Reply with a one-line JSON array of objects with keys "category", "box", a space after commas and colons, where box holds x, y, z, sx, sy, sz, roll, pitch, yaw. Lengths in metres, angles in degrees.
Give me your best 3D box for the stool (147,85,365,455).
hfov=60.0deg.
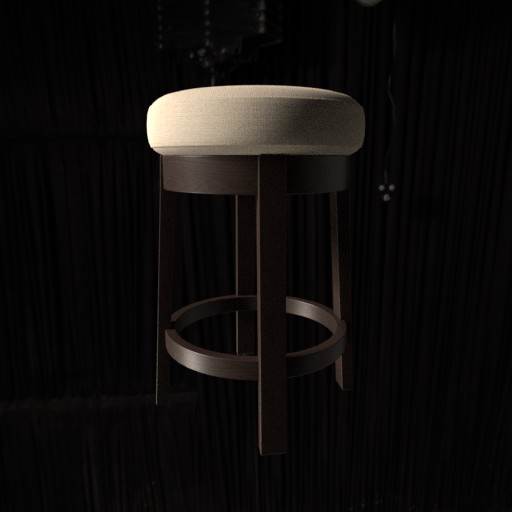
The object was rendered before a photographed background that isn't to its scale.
[{"category": "stool", "box": [0.000, 0.000, 0.956, 0.449, 0.655, 0.449, 0, 13, 0]}]
